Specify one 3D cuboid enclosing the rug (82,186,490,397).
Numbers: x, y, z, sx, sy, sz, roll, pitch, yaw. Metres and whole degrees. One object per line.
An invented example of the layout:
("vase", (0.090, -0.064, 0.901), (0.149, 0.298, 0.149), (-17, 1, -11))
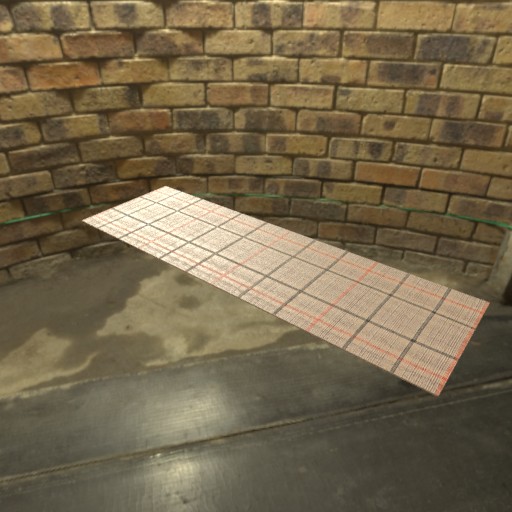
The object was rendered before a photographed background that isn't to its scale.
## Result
("rug", (0.000, 0.000, 2.648), (2.439, 0.008, 0.762), (23, 38, 32))
